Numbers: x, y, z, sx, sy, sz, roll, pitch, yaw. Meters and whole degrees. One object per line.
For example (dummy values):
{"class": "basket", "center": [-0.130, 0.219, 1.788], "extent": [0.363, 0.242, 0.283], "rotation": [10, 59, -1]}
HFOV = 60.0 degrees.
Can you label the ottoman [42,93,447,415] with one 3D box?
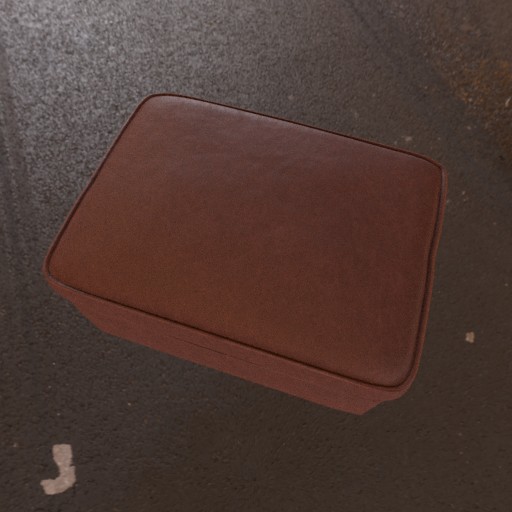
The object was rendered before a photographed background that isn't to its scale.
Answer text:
{"class": "ottoman", "center": [0.000, 0.000, 1.079], "extent": [0.749, 0.449, 0.548], "rotation": [16, 64, 8]}
